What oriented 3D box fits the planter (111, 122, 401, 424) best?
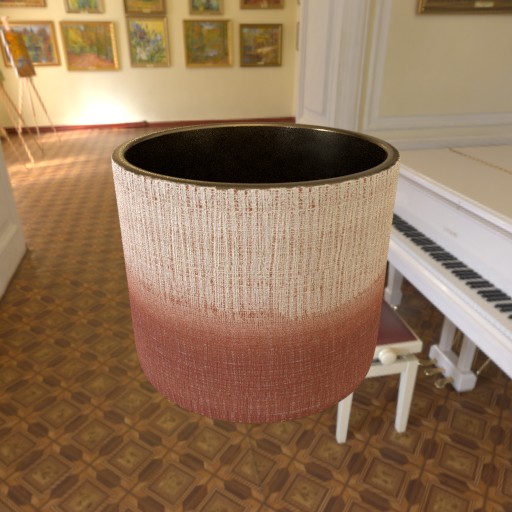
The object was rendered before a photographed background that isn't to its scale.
[{"bbox_3d":[0.000,0.000,0.445,0.254,0.221,0.254,0,26,0],"label":"planter"}]
